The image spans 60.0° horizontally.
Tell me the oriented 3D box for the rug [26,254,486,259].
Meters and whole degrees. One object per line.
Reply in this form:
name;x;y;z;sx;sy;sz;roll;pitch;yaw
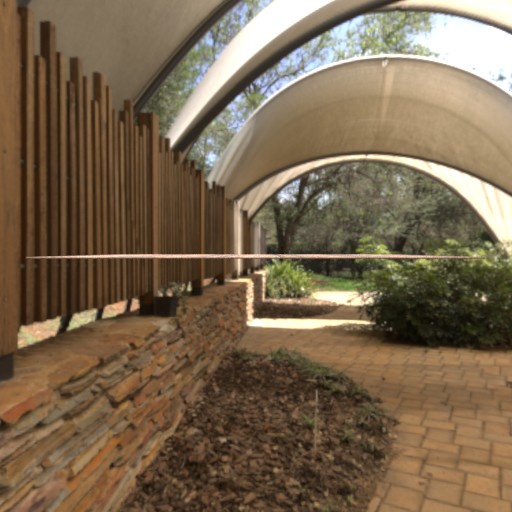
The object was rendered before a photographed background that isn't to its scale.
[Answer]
rug;0.000;0.000;3.097;2.440;0.010;1.545;0;1;1
